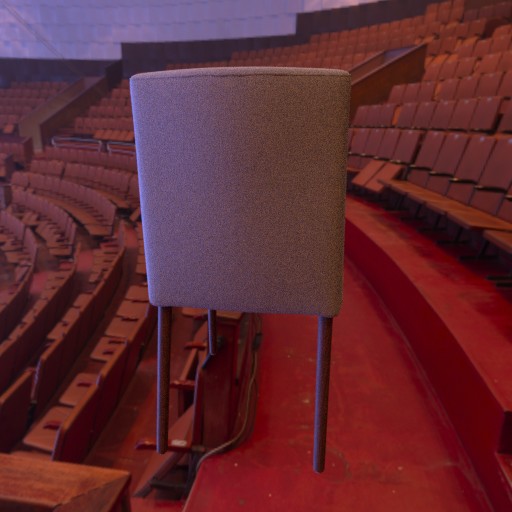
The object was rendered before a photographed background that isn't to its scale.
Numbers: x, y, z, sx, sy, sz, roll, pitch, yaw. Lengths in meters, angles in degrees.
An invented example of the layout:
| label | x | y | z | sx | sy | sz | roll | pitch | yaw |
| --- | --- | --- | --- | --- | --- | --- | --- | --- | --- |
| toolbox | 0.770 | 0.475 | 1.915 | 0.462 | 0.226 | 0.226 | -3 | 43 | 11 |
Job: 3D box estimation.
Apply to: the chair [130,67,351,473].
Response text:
| label | x | y | z | sx | sy | sz | roll | pitch | yaw |
| --- | --- | --- | --- | --- | --- | --- | --- | --- | --- |
| chair | 0.000 | 0.000 | 1.170 | 0.456 | 0.859 | 0.570 | 3 | 16 | 9 |
